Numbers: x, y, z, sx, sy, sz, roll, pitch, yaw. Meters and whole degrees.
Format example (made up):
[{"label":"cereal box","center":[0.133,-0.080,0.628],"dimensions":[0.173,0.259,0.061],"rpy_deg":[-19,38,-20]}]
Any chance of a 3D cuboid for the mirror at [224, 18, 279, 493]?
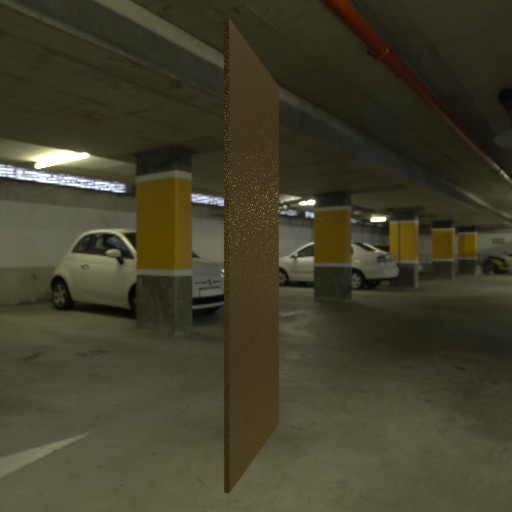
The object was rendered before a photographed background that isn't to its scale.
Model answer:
[{"label":"mirror","center":[0.000,0.000,2.284],"dimensions":[0.025,2.031,0.812],"rpy_deg":[0,0,18]}]
